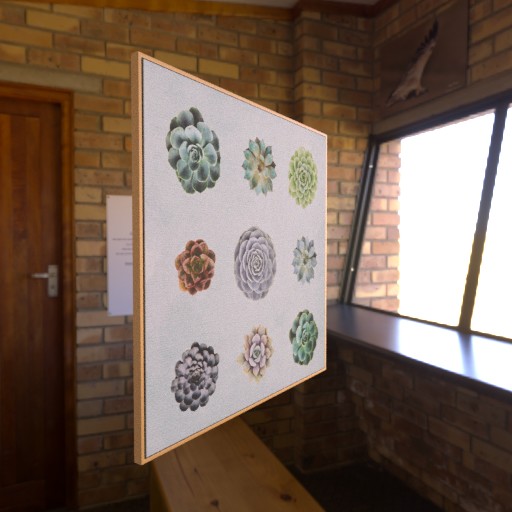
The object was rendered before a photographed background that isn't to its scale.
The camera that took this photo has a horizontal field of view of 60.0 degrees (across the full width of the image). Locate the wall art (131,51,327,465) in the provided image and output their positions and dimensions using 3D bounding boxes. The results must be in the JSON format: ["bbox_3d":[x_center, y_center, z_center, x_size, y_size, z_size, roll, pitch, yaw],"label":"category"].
[{"bbox_3d":[0.000,0.000,0.676,0.013,0.455,0.457,1,2,35],"label":"wall art"}]
